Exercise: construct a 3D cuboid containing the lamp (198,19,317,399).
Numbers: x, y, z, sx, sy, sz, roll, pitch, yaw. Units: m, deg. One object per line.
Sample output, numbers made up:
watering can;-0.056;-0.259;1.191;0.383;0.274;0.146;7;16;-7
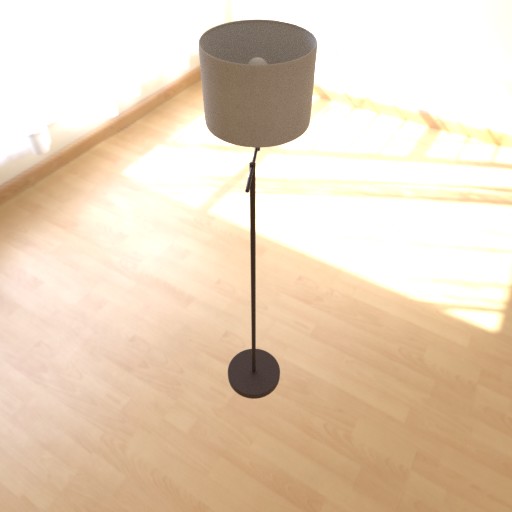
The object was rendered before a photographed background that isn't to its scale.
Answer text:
lamp;0.000;0.000;1.750;0.324;1.600;0.416;5;46;4
